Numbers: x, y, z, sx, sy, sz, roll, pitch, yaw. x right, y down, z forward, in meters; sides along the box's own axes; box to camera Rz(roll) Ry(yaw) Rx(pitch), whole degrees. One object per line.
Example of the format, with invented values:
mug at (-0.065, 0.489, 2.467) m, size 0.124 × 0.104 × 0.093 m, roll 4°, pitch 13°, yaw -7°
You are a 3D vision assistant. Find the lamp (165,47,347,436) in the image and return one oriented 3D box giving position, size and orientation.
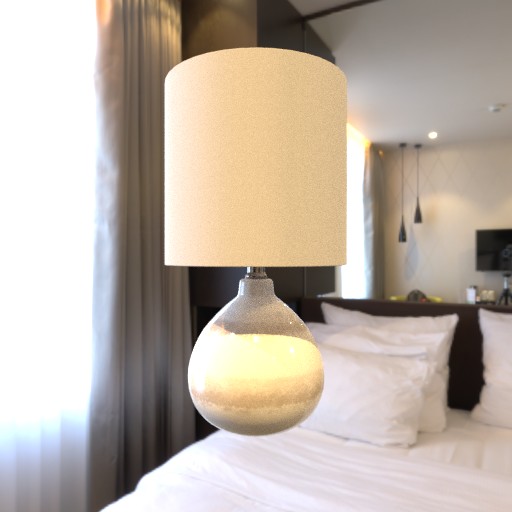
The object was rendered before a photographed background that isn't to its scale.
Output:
lamp at (0.000, 0.000, 0.537) m, size 0.217 × 0.404 × 0.217 m, roll 0°, pitch 0°, yaw -1°
